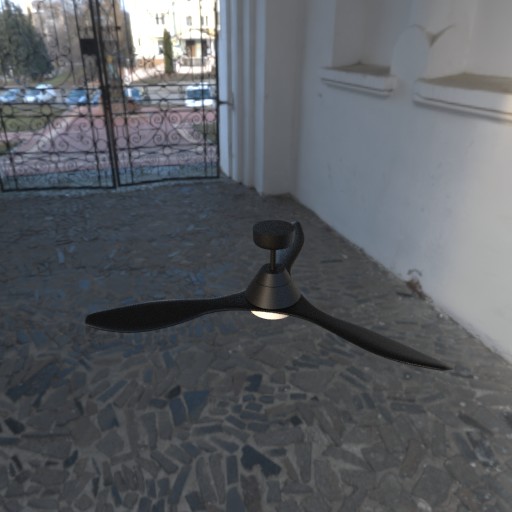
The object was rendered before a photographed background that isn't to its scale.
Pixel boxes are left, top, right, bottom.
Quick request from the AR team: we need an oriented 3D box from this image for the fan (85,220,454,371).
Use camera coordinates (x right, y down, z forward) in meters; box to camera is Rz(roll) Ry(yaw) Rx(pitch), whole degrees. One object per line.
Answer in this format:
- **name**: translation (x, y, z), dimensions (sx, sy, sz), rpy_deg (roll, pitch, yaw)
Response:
- **fan**: translation (0.000, 0.000, 1.618), dimensions (1.067, 0.305, 1.067), rpy_deg (0, 26, 0)
